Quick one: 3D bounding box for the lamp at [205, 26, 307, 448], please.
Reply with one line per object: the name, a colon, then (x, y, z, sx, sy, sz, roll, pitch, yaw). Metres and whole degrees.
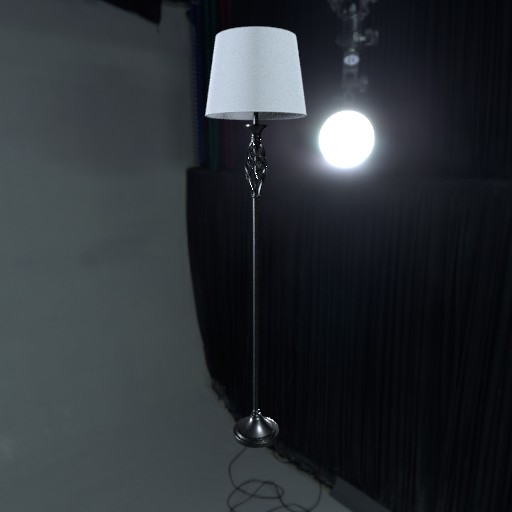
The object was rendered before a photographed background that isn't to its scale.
lamp: (0.000, 0.000, 1.789, 0.379, 1.623, 0.379, 0, 13, 0)
